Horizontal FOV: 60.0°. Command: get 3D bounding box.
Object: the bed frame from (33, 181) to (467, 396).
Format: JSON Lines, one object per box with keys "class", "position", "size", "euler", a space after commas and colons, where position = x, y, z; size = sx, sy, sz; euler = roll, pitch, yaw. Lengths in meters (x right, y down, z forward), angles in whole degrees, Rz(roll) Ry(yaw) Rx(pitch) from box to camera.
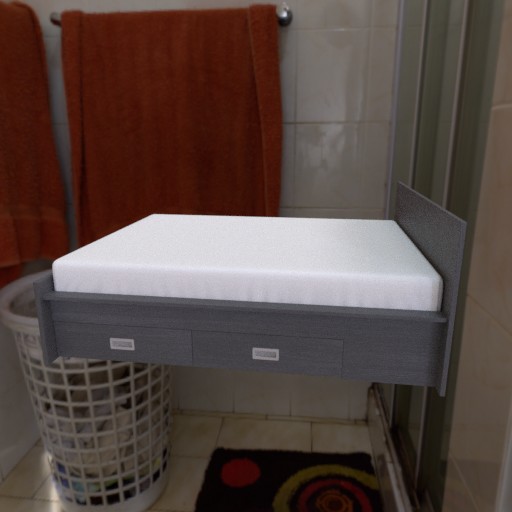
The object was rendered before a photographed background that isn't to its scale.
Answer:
{"class": "bed frame", "position": [0.000, 0.000, 2.807], "size": [1.960, 0.800, 1.622], "euler": [2, 16, 8]}
